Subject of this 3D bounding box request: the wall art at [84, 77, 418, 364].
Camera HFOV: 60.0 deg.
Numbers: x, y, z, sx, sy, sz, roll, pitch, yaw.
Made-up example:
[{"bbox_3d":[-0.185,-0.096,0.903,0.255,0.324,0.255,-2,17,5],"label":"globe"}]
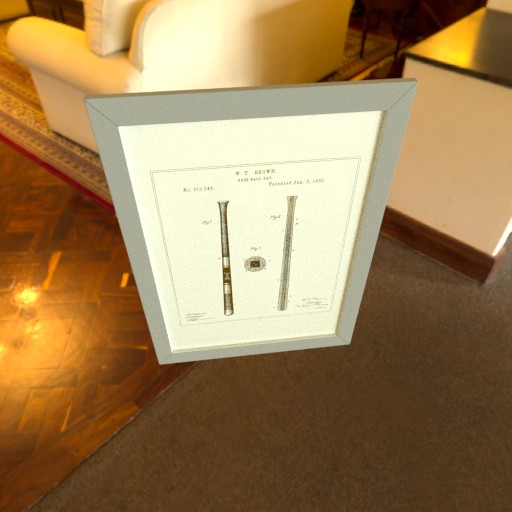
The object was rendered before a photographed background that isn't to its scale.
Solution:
[{"bbox_3d":[0.000,0.000,0.681,0.374,0.529,0.012,-5,45,-5],"label":"wall art"}]
